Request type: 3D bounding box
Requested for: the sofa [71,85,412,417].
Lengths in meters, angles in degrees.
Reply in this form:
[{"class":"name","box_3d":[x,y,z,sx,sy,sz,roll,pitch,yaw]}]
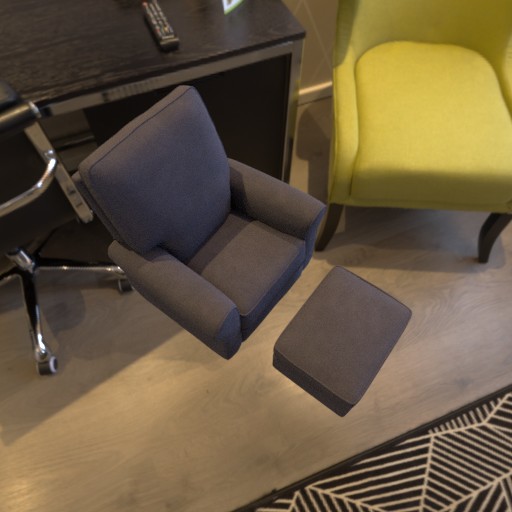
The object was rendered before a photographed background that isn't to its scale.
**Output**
[{"class":"sofa","box_3d":[0.000,0.000,2.090,1.478,0.959,0.880,33,65,18]}]
